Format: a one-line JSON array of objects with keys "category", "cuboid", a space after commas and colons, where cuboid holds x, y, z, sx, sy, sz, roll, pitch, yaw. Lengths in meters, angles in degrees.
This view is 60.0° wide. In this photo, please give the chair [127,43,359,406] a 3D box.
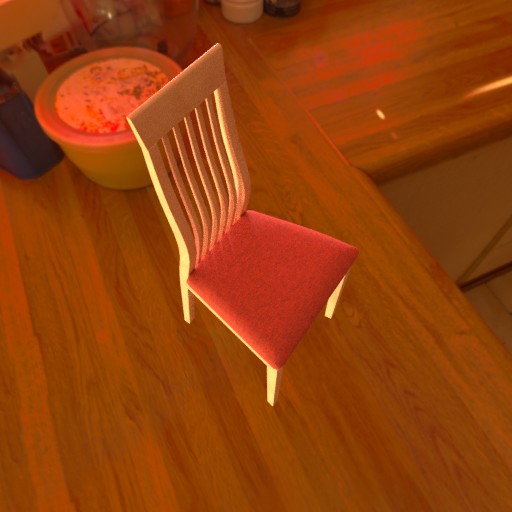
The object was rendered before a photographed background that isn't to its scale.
[{"category": "chair", "cuboid": [0.000, 0.000, 1.289, 0.474, 1.027, 0.460, 31, 64, 17]}]
